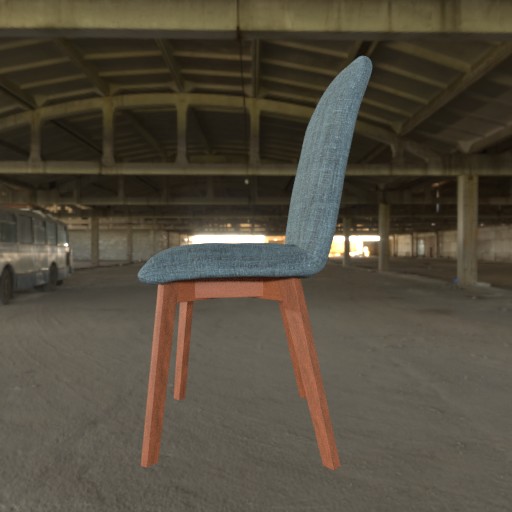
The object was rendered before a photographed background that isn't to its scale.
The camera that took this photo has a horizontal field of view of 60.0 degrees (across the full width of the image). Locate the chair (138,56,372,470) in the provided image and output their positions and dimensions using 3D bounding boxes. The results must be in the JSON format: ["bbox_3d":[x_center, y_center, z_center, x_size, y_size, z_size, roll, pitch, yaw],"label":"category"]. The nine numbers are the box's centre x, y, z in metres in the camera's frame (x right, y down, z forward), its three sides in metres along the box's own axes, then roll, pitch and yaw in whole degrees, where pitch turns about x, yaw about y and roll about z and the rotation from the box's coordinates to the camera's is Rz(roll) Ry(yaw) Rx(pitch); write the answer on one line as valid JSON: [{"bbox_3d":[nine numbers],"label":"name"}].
[{"bbox_3d":[0.000,0.000,1.263,0.563,0.974,0.522,0,1,-1],"label":"chair"}]
